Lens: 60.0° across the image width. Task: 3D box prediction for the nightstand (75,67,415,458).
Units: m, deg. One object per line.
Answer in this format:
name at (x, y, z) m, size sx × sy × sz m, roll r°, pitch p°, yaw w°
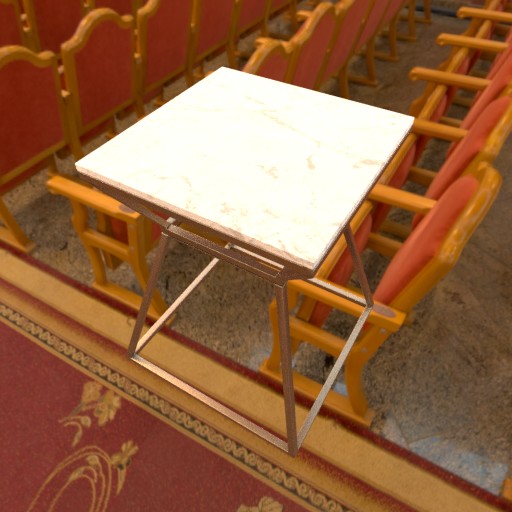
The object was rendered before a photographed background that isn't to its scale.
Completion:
nightstand at (0.000, 0.000, 0.925) m, size 0.455 × 0.554 × 0.455 m, roll 23°, pitch 51°, yaw 21°
